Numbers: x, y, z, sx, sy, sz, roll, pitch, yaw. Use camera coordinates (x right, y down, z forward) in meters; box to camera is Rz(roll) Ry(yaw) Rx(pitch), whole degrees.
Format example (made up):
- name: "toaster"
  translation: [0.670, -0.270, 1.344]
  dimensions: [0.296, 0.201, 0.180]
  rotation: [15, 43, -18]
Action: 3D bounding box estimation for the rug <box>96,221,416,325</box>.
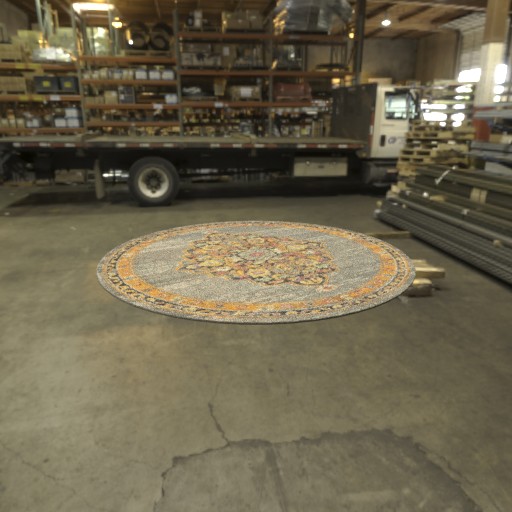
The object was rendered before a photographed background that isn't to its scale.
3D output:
- name: "rug"
  translation: [0.000, 0.000, 2.341]
  dimensions: [1.598, 0.010, 1.598]
  rotation: [0, 18, 0]
